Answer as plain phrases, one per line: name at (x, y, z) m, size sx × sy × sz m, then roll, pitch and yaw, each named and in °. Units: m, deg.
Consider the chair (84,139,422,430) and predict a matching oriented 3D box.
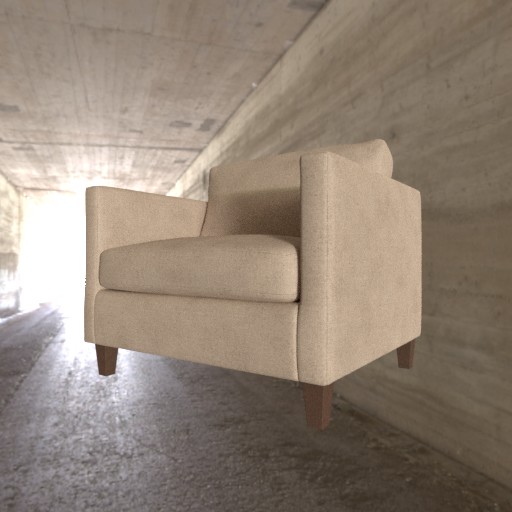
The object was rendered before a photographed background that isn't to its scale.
chair at (0.000, 0.000, 1.862) m, size 1.133 × 0.961 × 0.959 m, roll 0°, pitch 0°, yaw 35°
